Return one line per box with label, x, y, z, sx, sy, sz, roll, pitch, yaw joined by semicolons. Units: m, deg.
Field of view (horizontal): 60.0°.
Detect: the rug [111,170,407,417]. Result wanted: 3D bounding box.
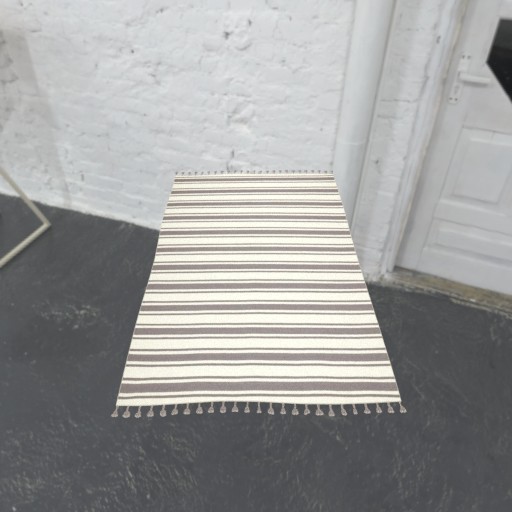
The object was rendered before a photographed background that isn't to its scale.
rug;0.000;0.000;2.642;1.229;0.011;2.096;-1;39;-1
